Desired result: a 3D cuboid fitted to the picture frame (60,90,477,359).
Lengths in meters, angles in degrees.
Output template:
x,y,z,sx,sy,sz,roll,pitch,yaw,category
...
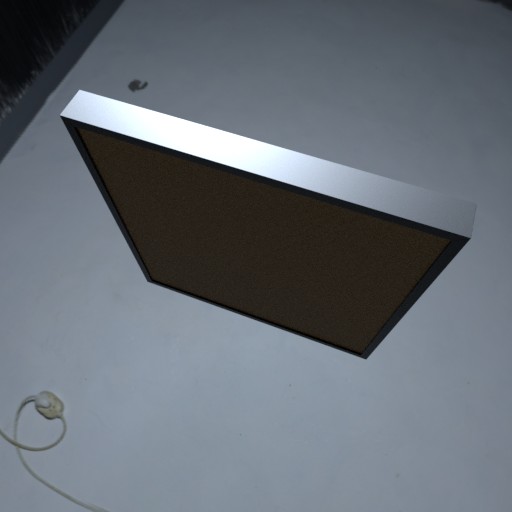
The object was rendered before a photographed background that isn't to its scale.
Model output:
x,y,z,sx,sy,sz,roll,pitch,yaw,category
0.000,0.000,0.468,0.317,0.317,0.030,18,64,9,picture frame
